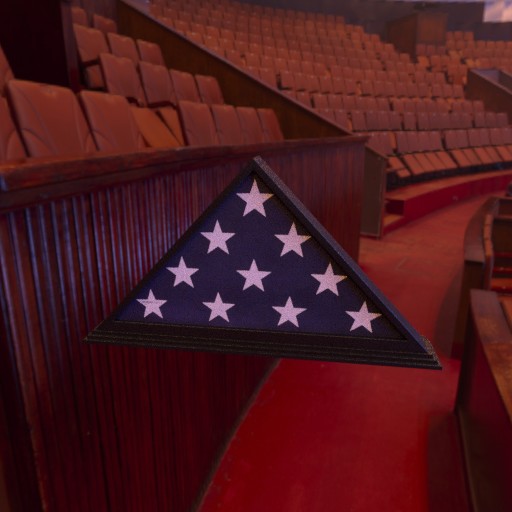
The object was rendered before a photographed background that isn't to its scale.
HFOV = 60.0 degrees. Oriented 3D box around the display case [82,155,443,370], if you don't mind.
[{"bbox_3d":[0.000,0.000,0.778,0.640,0.340,0.095,2,17,8],"label":"display case"}]
